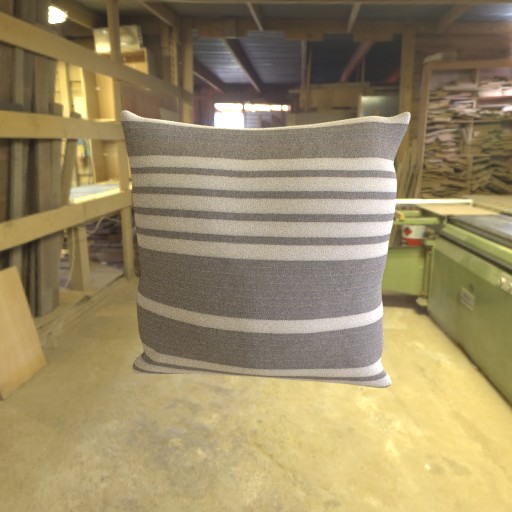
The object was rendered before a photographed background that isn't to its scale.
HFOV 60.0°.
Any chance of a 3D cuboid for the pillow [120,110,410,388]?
[{"bbox_3d":[0.000,0.000,0.694,0.439,0.440,0.182,2,13,8],"label":"pillow"}]
